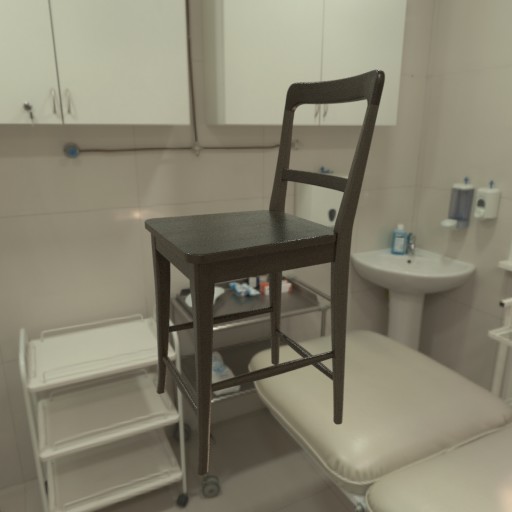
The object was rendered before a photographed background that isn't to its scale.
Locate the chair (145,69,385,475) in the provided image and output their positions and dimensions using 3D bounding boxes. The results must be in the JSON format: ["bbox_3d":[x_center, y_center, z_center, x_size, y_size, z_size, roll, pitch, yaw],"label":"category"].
[{"bbox_3d":[0.000,0.000,1.288,0.546,0.991,0.450,-8,18,-26],"label":"chair"}]
